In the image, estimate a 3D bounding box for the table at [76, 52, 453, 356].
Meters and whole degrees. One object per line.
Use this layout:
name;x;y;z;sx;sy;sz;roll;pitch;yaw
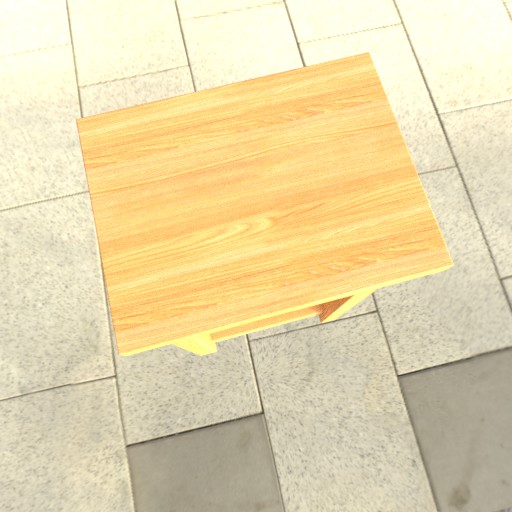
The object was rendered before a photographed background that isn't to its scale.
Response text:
table;0.000;0.000;0.743;0.350;0.550;0.270;-14;75;-4
